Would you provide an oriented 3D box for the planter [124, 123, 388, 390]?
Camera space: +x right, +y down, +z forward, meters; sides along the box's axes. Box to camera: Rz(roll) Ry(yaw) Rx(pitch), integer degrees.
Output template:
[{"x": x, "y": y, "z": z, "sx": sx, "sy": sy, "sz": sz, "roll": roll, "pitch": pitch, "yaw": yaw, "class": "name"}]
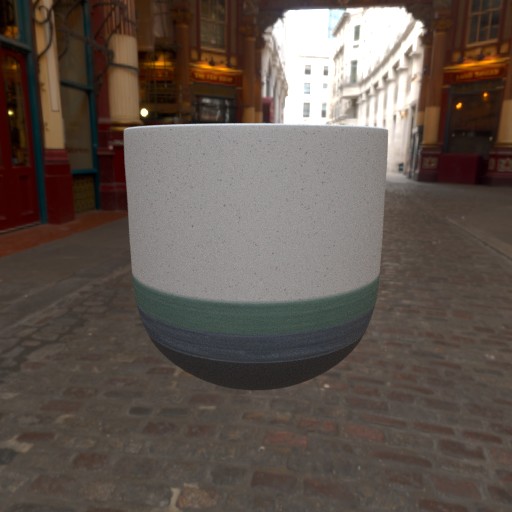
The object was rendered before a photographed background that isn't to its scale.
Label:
[{"x": 0.000, "y": 0.000, "z": 0.495, "sx": 0.268, "sy": 0.270, "sz": 0.268, "roll": 0, "pitch": 14, "yaw": 0, "class": "planter"}]
